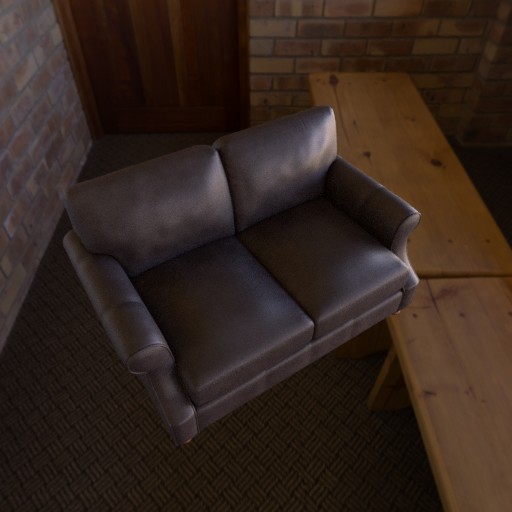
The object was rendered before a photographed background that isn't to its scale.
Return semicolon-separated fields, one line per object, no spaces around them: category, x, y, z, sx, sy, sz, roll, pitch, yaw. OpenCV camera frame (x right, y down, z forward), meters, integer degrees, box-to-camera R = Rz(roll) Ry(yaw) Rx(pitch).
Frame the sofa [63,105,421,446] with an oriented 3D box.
sofa;0.000;0.000;2.329;1.663;0.979;1.030;-25;50;-23
